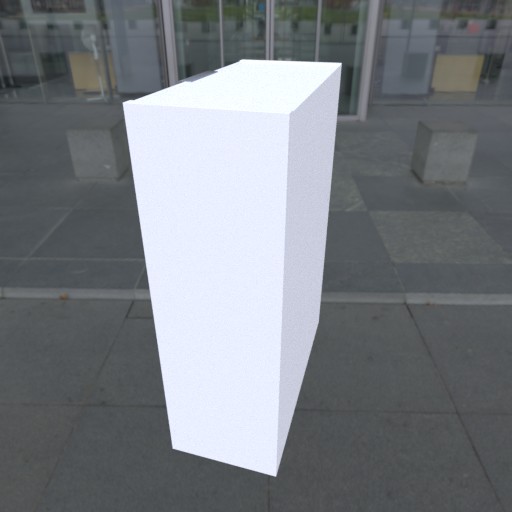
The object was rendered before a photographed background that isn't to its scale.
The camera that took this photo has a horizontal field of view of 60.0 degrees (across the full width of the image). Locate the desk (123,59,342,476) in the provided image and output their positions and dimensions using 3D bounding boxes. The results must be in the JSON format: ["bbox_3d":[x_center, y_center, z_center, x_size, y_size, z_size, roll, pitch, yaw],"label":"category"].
[{"bbox_3d":[0.000,0.000,1.580,0.390,1.190,0.850,8,31,14],"label":"desk"}]
